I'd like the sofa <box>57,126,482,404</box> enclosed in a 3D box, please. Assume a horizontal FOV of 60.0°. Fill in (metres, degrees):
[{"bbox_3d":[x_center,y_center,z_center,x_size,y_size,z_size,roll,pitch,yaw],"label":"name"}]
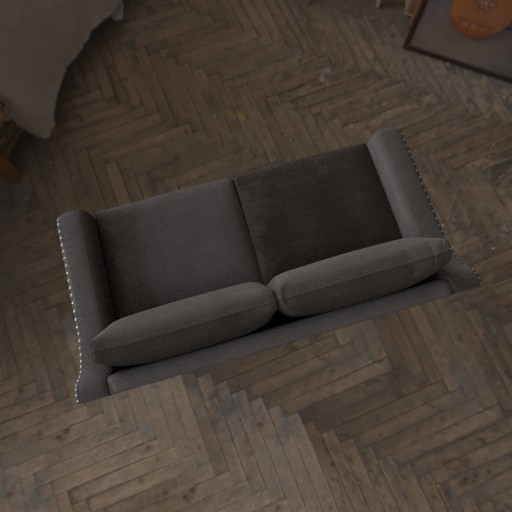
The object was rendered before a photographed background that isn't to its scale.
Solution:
[{"bbox_3d":[0.000,0.000,3.193,2.550,1.196,1.336,-16,76,-4],"label":"sofa"}]
